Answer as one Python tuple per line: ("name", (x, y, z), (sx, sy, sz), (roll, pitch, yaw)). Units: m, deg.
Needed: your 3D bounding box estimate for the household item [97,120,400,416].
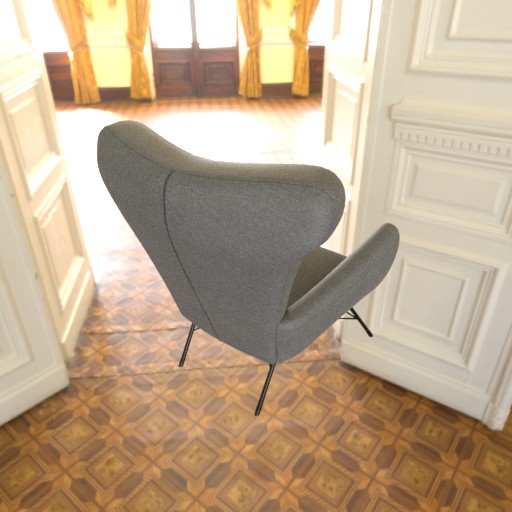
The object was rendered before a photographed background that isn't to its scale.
("household item", (0.000, 0.000, 1.791), (0.980, 1.050, 0.900), (22, 37, 32))
